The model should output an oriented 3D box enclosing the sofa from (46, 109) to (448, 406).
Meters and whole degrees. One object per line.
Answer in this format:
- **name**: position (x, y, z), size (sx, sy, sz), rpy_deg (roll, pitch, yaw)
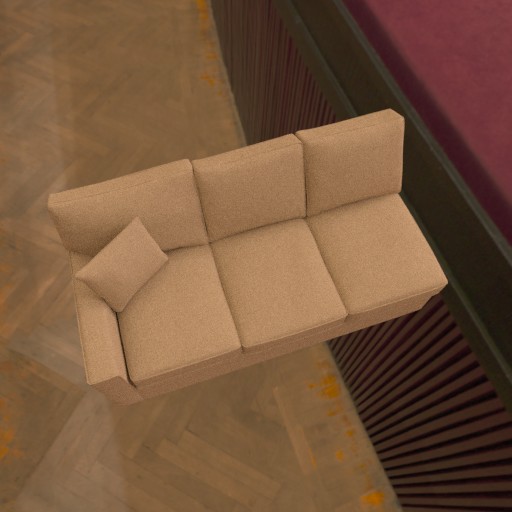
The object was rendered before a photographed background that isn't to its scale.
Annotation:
- **sofa**: position (0.000, 0.000, 2.545), size (1.962, 0.946, 1.034), rpy_deg (-16, 63, -9)
